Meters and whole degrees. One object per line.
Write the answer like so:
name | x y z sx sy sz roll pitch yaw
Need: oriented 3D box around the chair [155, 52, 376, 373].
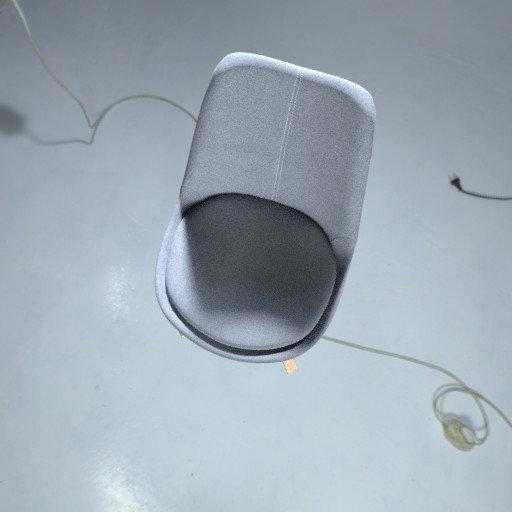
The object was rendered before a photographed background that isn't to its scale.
chair | 0.000 0.000 1.172 0.474 0.863 0.549 18 76 4
